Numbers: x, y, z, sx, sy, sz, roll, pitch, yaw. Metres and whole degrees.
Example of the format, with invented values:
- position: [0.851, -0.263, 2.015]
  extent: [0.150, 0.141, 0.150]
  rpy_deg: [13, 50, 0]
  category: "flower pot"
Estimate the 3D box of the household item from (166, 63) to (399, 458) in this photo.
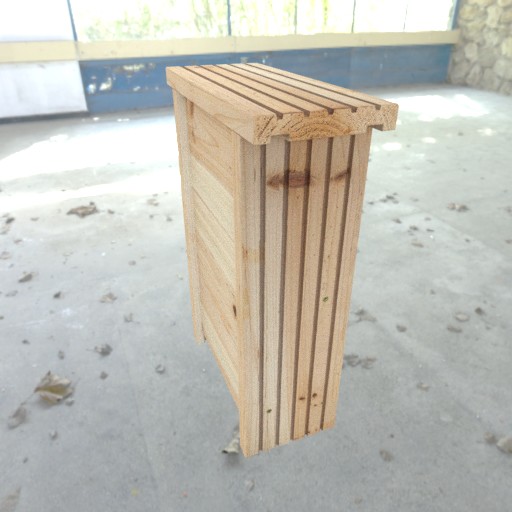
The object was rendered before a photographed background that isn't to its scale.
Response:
- position: [0.000, 0.000, 0.549]
  extent: [0.123, 0.407, 0.301]
  rpy_deg: [-11, 31, -19]
  category: "household item"
